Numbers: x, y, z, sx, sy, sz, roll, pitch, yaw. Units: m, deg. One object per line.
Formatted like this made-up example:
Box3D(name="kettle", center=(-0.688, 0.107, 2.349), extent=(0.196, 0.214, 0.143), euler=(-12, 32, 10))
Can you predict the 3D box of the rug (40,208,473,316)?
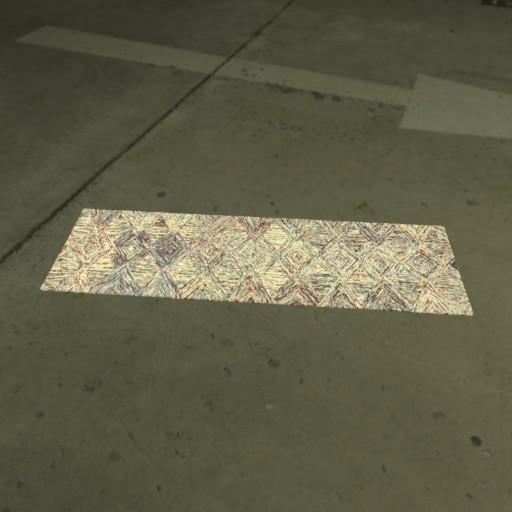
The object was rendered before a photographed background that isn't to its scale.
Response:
Box3D(name="rug", center=(0.000, 0.000, 2.570), extent=(2.292, 0.015, 0.688), euler=(3, 46, 3))
